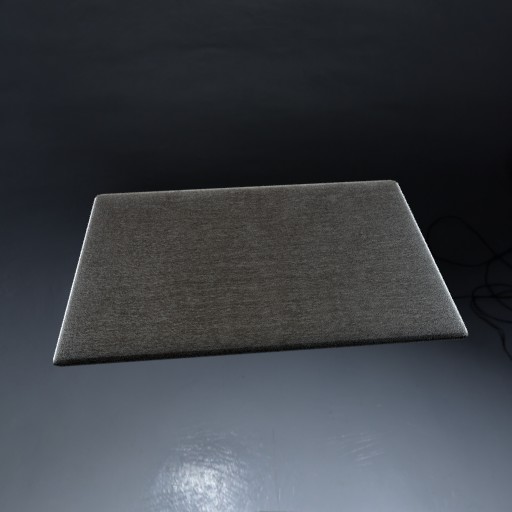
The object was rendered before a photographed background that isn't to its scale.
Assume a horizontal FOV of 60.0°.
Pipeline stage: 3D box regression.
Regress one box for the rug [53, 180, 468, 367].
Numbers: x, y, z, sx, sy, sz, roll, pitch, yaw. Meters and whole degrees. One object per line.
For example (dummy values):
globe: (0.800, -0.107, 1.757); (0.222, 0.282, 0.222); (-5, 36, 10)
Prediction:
rug: (0.000, 0.000, 3.122); (2.469, 0.024, 1.539); (-3, 47, -3)
